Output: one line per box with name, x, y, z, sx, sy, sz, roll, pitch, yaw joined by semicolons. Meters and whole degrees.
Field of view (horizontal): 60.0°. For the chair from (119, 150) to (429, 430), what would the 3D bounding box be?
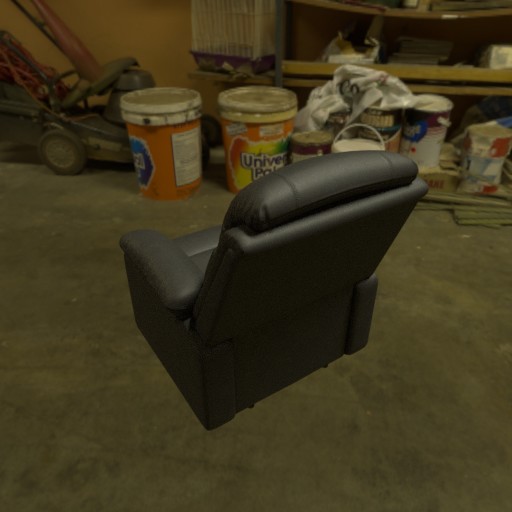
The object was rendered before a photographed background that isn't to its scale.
chair;0.000;0.000;1.710;0.855;0.992;0.919;-19;37;-28
